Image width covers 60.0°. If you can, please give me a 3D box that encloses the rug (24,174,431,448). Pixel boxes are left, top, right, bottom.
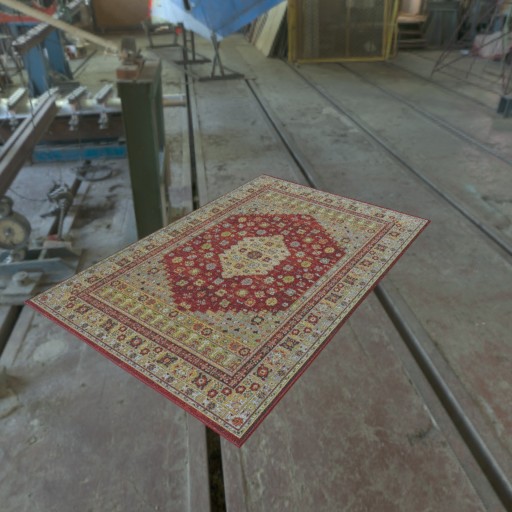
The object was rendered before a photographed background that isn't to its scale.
[{"bbox_3d":[0.000,0.000,2.252,1.194,0.013,1.802,22,39,30],"label":"rug"}]
